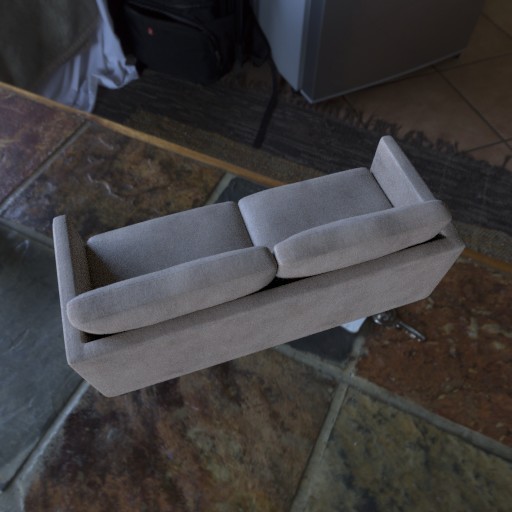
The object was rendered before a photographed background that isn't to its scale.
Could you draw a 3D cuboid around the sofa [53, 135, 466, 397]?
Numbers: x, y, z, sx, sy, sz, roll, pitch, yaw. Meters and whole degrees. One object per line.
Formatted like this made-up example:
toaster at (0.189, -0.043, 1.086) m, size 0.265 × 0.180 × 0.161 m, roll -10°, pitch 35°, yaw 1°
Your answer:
sofa at (0.000, 0.000, 2.741) m, size 2.208 × 0.965 × 0.951 m, roll -16°, pitch 60°, yaw -9°
